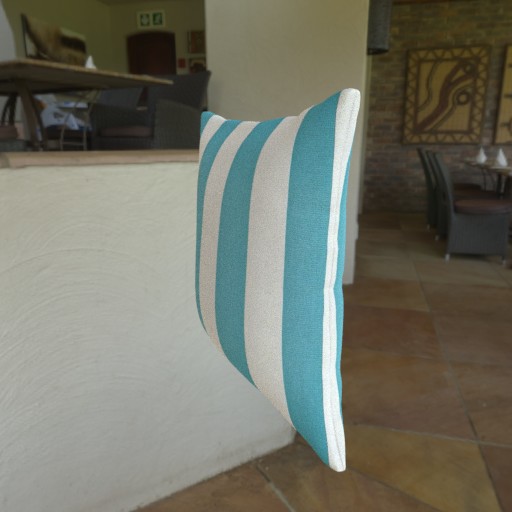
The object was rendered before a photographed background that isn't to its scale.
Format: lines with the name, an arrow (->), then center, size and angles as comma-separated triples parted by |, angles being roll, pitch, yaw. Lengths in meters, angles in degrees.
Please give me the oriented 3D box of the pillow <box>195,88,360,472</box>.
pillow -> 0.000, 0.000, 0.801 | 0.189, 0.526, 0.536 | -8, 17, -26
